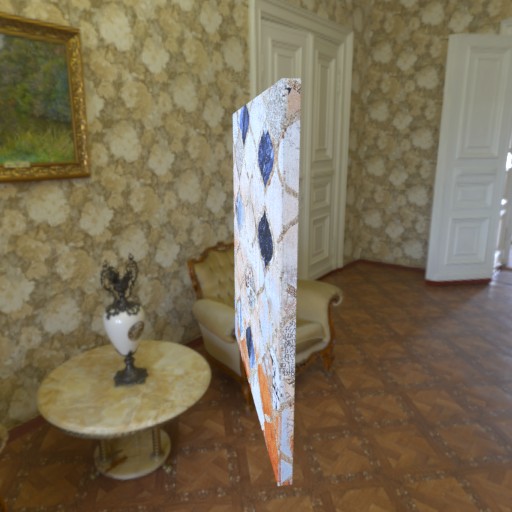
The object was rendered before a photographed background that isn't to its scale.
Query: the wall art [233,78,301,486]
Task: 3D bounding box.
[{"bbox_3d":[0.000,0.000,1.385,0.039,0.914,0.912,-2,14,-9],"label":"wall art"}]
